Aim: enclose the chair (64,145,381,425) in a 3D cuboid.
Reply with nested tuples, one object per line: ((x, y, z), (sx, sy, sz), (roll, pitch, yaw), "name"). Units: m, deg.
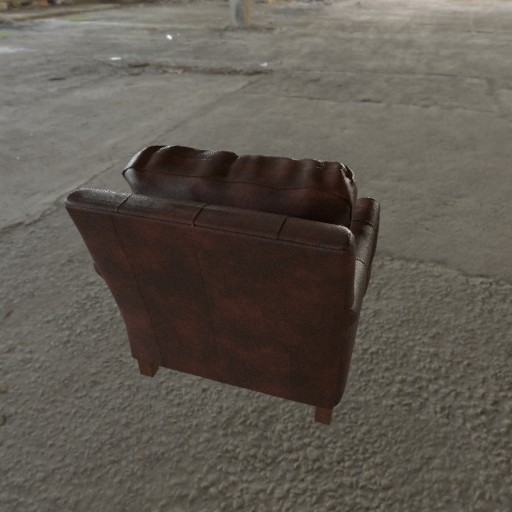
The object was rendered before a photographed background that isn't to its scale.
((0.000, 0.000, 1.945), (0.987, 1.051, 1.156), (10, 34, 15), "chair")
